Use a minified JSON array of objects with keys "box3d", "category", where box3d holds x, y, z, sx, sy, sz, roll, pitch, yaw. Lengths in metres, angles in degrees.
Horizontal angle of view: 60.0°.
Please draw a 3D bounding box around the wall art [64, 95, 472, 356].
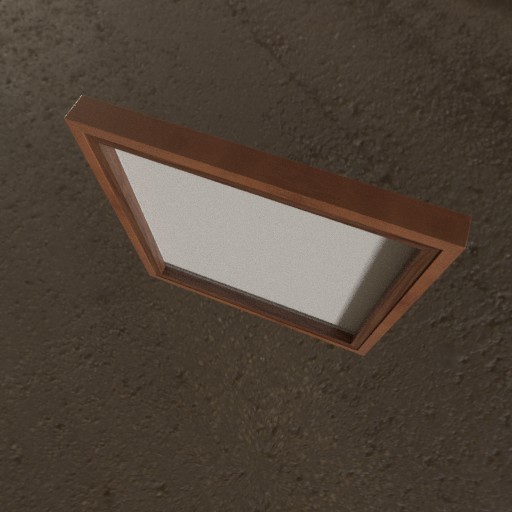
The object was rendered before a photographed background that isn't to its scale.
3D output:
[{"box3d":[0.000,0.000,0.603,0.403,0.403,0.035,19,66,9],"category":"wall art"}]
